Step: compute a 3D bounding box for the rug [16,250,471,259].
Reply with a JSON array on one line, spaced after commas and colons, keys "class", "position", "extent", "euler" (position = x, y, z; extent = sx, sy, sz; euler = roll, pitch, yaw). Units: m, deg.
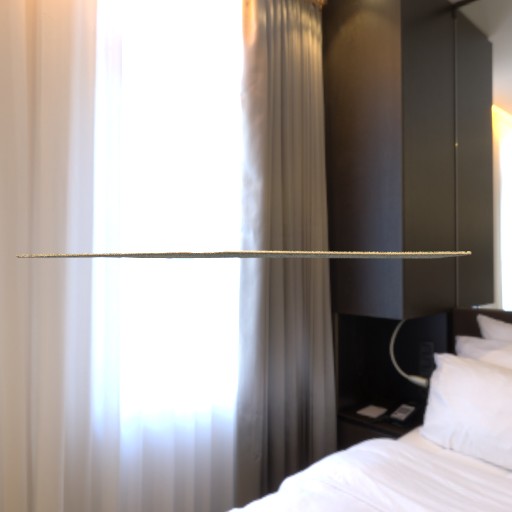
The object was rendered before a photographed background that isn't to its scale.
[{"class": "rug", "position": [0.000, 0.000, 2.864], "extent": [2.305, 0.029, 1.593], "euler": [0, -1, 17]}]
